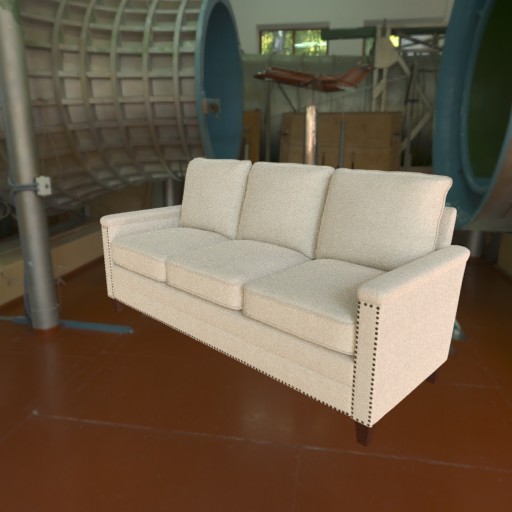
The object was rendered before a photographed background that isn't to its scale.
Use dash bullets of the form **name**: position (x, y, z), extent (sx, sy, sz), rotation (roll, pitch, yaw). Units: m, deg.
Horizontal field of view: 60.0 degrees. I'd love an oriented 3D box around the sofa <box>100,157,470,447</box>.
- **sofa**: position (0.000, 0.000, 2.382), extent (1.925, 0.961, 0.828), rotation (15, 21, 42)
